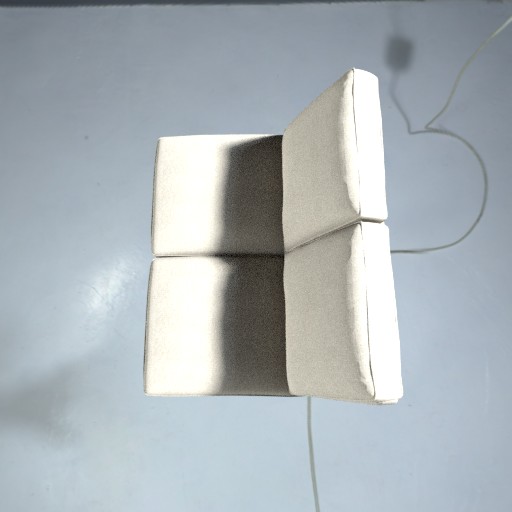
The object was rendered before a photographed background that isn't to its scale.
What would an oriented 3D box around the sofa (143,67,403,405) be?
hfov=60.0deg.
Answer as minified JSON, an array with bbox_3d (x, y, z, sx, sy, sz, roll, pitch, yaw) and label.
[{"bbox_3d":[0.000,0.000,1.990,0.978,1.006,1.232,0,76,0],"label":"sofa"}]
